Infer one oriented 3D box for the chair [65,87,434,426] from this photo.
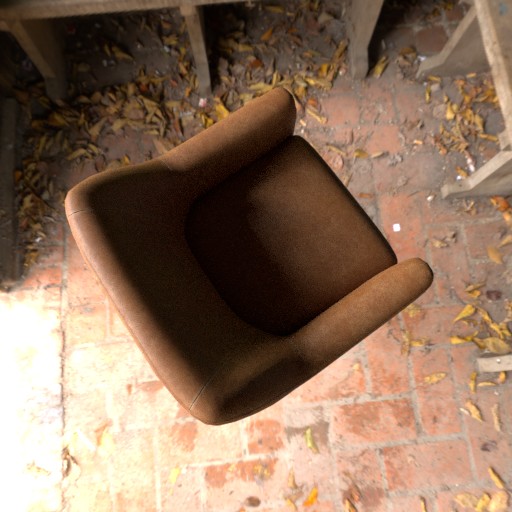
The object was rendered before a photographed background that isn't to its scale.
[{"bbox_3d":[0.000,0.000,1.864,1.034,0.980,1.037,-34,79,-8],"label":"chair"}]
